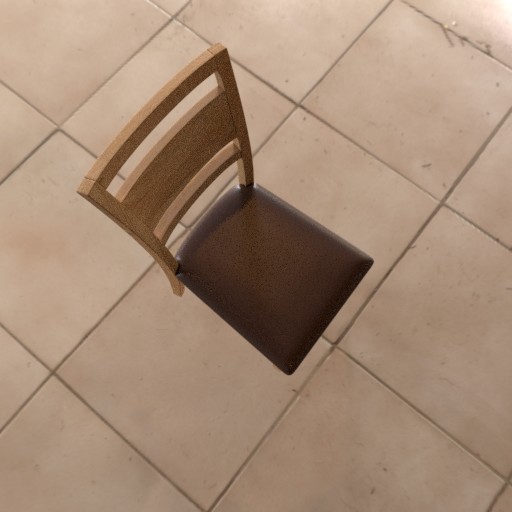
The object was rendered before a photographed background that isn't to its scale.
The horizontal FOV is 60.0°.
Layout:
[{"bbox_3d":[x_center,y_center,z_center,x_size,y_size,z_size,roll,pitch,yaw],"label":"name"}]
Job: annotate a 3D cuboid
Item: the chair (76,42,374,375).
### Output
[{"bbox_3d":[0.000,0.000,1.232,0.545,0.940,0.420,37,78,9],"label":"chair"}]
